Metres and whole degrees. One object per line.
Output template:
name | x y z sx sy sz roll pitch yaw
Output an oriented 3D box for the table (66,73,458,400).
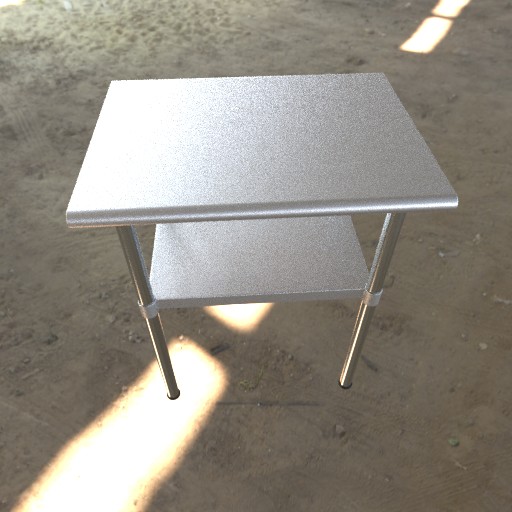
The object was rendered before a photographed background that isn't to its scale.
table | 0.000 0.000 1.368 0.762 0.876 0.584 -3 46 -3
